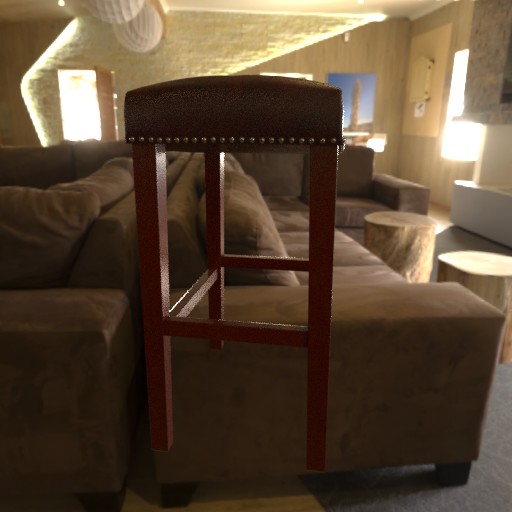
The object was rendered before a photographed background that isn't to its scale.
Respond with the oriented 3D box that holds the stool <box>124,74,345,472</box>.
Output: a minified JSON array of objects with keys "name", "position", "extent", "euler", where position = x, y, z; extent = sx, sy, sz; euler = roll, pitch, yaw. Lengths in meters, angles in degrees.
[{"name":"stool","position":[0.000,0.000,1.031],"extent":[0.372,0.742,0.504],"euler":[3,17,10]}]
